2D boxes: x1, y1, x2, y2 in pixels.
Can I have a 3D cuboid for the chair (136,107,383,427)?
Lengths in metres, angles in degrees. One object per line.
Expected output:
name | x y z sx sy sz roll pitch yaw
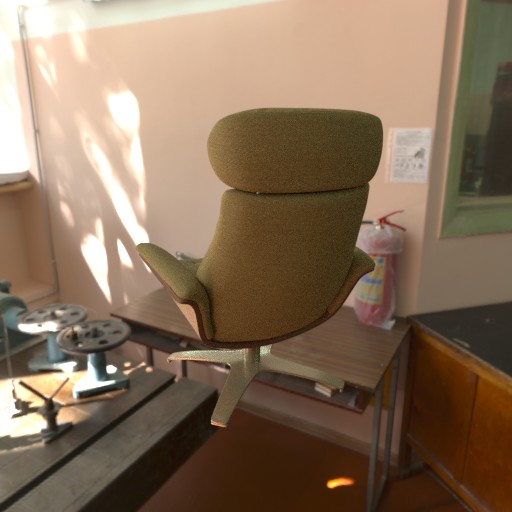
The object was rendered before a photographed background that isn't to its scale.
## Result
chair | 0.000 0.000 1.618 0.785 0.995 0.837 -8 18 -26
